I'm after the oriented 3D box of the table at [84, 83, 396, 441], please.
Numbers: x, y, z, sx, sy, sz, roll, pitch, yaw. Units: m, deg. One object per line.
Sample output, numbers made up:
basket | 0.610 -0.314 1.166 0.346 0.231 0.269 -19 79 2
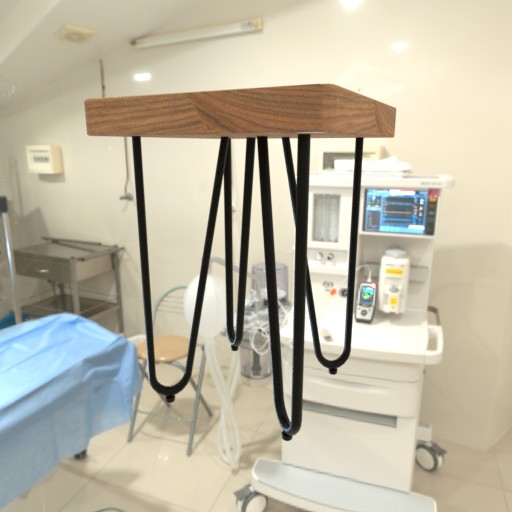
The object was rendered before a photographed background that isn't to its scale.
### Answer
table | 0.000 0.000 0.985 0.480 0.641 0.479 7 16 27
